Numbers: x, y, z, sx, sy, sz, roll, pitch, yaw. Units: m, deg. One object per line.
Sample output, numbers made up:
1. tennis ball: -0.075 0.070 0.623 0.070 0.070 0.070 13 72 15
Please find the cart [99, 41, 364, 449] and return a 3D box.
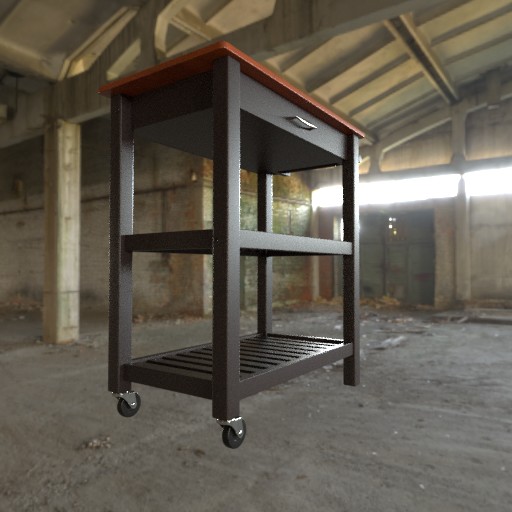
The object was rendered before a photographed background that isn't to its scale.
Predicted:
1. cart: 0.000 0.000 1.462 0.457 0.927 0.899 -1 -2 35
